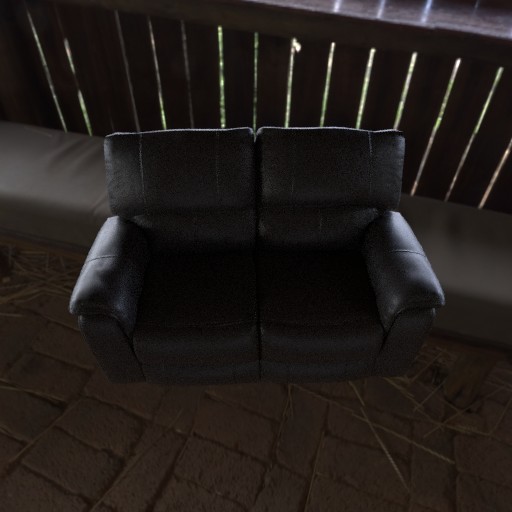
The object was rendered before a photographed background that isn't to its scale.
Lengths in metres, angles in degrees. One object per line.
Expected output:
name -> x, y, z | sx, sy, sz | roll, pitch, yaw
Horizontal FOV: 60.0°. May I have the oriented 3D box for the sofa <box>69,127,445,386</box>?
sofa -> 0.000, 0.000, 2.459 | 1.765, 1.111, 1.104 | -1, 45, -1
